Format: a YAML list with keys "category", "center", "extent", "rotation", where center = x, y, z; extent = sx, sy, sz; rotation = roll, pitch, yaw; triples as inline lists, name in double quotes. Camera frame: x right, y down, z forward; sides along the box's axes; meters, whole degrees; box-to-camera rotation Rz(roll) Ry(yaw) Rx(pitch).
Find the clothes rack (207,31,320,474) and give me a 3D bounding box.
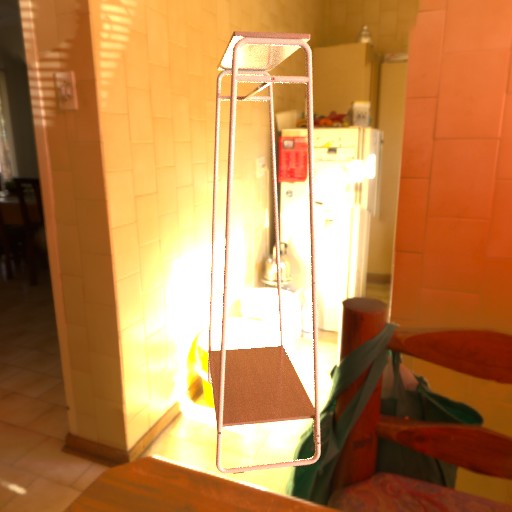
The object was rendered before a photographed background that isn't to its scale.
- category: "clothes rack"
  center: [0.000, 0.000, 1.789]
  extent: [0.400, 1.512, 0.640]
  rotation: [-2, 15, -9]
